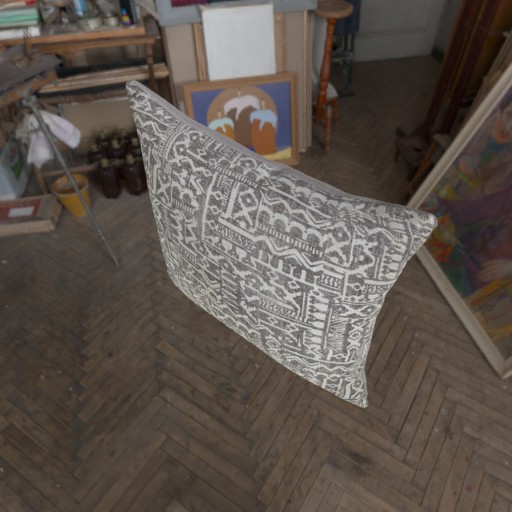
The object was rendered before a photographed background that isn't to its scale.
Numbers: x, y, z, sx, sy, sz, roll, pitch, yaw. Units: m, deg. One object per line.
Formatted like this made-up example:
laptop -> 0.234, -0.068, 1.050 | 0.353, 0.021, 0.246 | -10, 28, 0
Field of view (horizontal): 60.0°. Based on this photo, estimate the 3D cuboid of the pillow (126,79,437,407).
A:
pillow -> 0.000, 0.000, 0.785 | 0.546, 0.487, 0.180 | 31, 55, 25
